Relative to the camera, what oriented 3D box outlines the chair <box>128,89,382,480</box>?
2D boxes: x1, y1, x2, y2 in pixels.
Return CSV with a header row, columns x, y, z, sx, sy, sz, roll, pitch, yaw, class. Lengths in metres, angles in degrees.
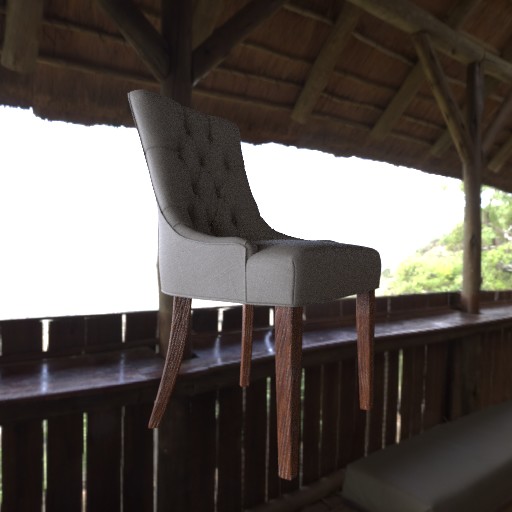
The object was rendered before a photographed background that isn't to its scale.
x,y,z,sx,sy,sz,roll,pitch,yaw,class
0.000,0.000,1.195,0.565,0.874,0.509,1,2,34,chair
